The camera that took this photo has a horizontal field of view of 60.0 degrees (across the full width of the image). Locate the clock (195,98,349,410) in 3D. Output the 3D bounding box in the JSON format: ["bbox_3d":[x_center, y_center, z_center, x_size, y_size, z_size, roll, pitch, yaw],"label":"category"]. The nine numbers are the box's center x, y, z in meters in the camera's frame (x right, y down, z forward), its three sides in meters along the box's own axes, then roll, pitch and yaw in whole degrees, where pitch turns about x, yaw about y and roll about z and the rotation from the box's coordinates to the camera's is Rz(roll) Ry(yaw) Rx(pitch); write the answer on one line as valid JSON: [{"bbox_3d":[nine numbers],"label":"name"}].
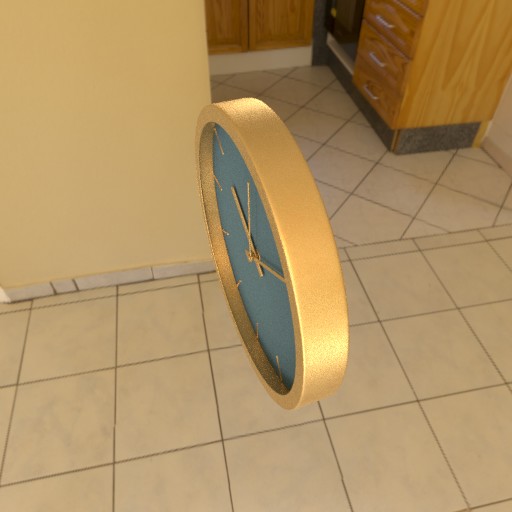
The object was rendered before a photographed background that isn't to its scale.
[{"bbox_3d":[0.000,0.000,0.468,0.040,0.314,0.314,-16,48,-15],"label":"clock"}]
